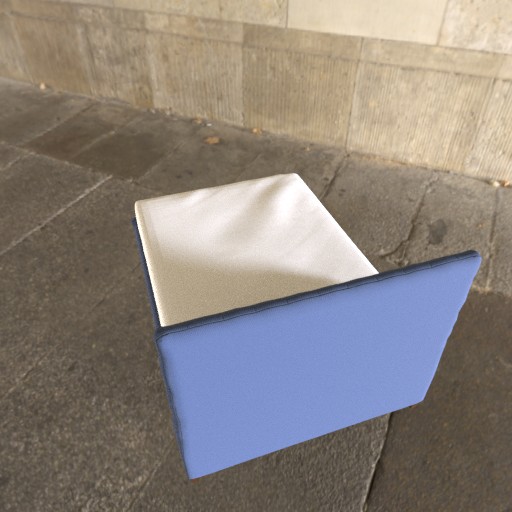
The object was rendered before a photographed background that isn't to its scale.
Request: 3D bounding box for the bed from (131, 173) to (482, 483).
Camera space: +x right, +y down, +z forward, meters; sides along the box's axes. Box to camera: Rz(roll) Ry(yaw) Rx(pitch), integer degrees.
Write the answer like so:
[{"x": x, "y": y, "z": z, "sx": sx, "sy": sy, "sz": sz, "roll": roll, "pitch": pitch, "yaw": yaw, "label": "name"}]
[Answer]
[{"x": 0.000, "y": 0.000, "z": 3.365, "sx": 1.706, "sy": 1.427, "sz": 2.387, "roll": -13, "pitch": 42, "yaw": -14, "label": "bed"}]
